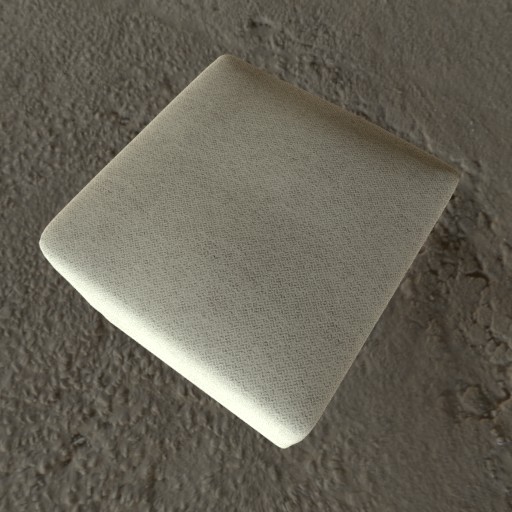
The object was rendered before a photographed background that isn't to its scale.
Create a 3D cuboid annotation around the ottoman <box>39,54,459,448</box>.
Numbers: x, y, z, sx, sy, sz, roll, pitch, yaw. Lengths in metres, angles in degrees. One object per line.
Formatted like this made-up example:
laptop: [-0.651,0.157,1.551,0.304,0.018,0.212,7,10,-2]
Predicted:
ottoman: [0.000,0.000,0.889,0.512,0.453,0.521,32,69,14]
